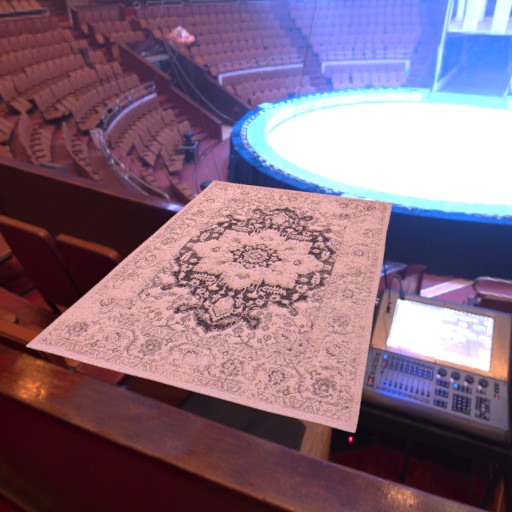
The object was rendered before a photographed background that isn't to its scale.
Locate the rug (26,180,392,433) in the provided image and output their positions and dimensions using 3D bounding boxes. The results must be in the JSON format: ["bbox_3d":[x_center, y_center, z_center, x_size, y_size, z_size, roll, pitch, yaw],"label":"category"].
[{"bbox_3d":[0.000,0.000,2.230,1.223,0.008,1.813,9,32,16],"label":"rug"}]
